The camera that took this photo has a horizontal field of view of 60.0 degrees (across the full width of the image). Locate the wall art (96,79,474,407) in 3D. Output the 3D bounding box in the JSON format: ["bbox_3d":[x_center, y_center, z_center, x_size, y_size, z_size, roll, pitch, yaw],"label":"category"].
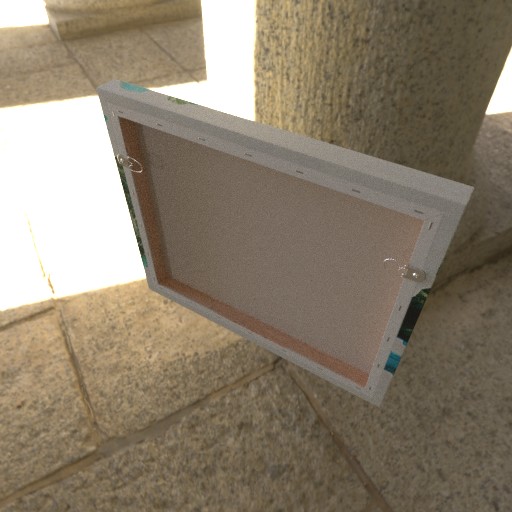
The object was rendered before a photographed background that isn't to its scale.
[{"bbox_3d":[0.000,0.000,0.696,0.507,0.435,0.041,23,50,21],"label":"wall art"}]
